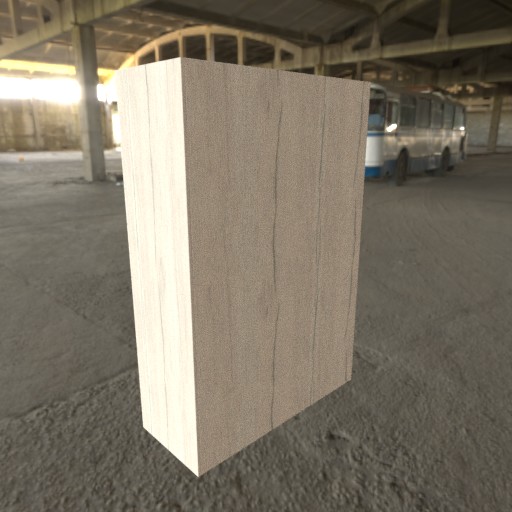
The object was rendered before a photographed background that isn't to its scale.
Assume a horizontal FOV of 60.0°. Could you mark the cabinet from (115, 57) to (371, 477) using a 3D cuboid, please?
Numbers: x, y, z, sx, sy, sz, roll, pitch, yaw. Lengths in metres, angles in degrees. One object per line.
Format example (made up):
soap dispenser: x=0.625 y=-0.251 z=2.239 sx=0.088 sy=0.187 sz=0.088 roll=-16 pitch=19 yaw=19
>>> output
cabinet: x=0.000 y=0.000 z=2.748 sx=1.400 sy=2.070 sz=0.580 roll=-14 pitch=21 yaw=-42
